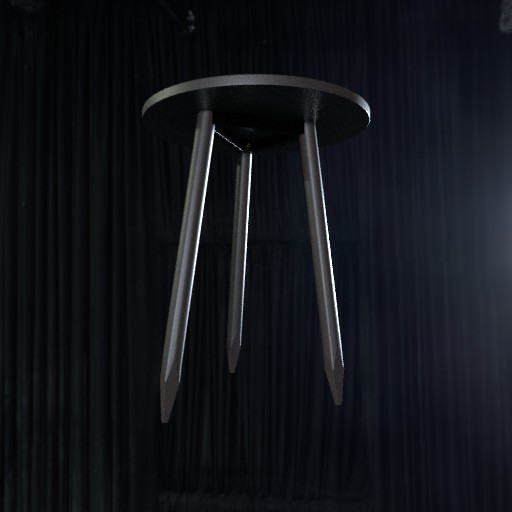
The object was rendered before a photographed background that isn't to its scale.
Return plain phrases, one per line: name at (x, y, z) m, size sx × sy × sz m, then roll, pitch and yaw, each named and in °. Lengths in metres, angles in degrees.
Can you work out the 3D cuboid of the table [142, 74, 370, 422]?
table at (0.000, 0.000, 0.918) m, size 0.457 × 0.585 × 0.457 m, roll 0°, pitch -1°, yaw 0°
